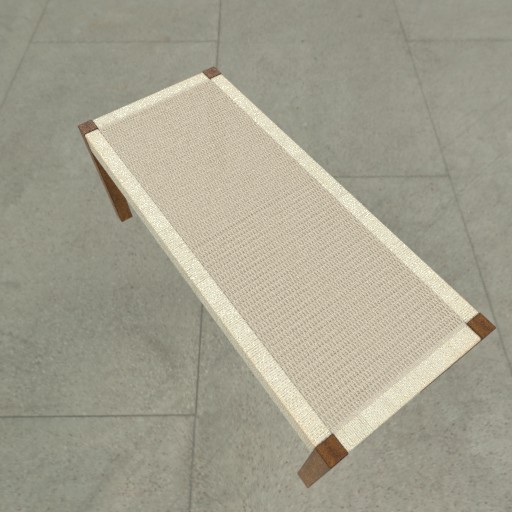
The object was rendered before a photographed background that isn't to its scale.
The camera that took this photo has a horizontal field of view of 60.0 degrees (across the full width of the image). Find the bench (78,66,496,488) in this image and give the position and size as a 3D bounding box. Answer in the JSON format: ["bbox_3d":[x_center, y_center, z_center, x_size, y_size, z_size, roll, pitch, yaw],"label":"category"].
[{"bbox_3d":[0.000,0.000,1.396,0.507,0.457,1.198,-32,63,-18],"label":"bench"}]
